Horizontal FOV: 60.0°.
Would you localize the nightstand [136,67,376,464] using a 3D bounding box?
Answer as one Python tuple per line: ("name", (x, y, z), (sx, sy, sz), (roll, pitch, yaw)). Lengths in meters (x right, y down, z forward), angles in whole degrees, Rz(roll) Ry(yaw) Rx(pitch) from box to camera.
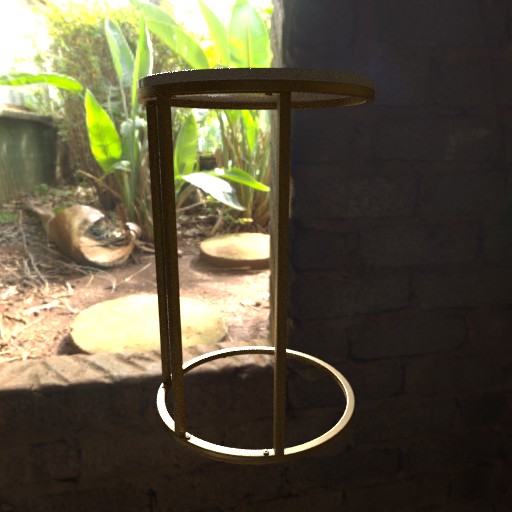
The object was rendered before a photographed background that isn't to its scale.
("nightstand", (0.000, 0.000, 0.844), (0.400, 0.610, 0.400), (14, 20, 42))
